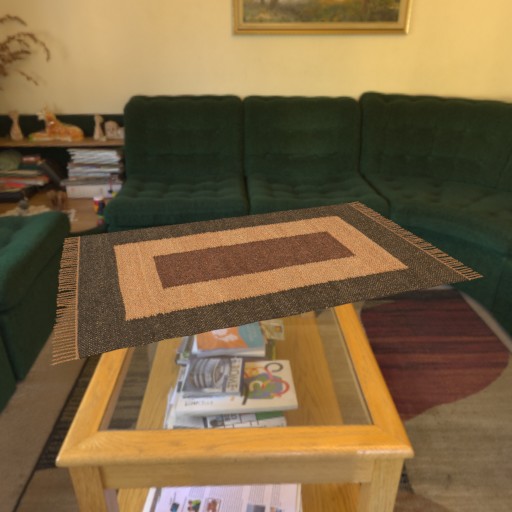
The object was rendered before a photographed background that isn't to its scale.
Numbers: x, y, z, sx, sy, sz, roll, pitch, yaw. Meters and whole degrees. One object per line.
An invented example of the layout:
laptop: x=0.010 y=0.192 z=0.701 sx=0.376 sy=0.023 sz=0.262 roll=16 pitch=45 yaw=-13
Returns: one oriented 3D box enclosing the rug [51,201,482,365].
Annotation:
rug: x=0.000 y=0.000 z=1.847 sx=1.541 sy=0.013 sz=0.920 roll=-9 pitch=28 yaw=-17
